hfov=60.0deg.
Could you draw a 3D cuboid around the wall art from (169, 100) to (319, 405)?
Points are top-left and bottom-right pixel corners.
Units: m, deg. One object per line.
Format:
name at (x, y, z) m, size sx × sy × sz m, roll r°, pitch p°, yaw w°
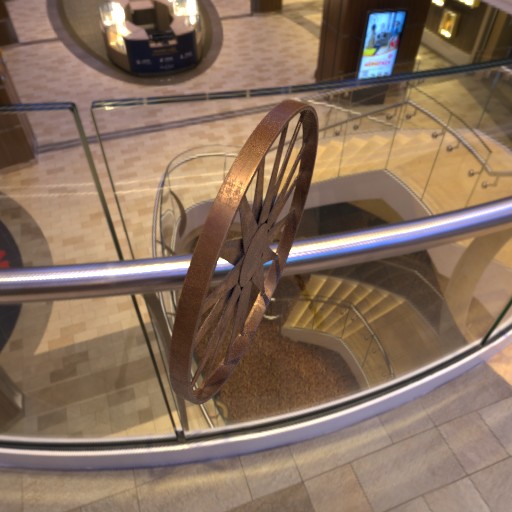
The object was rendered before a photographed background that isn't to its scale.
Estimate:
wall art at (0.000, 0.000, 0.857) m, size 0.084 × 0.583 × 0.582 m, roll 18°, pitch 49°, yaw 16°
